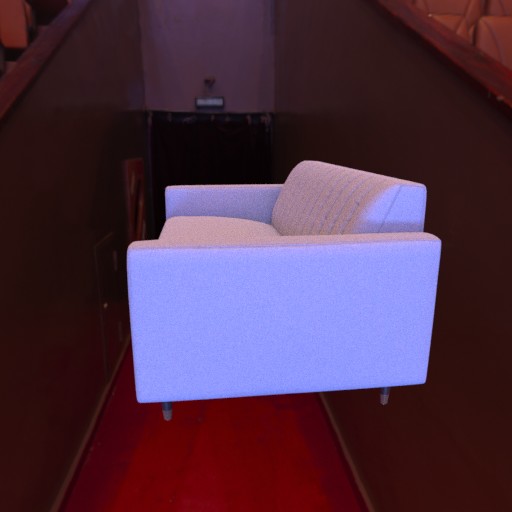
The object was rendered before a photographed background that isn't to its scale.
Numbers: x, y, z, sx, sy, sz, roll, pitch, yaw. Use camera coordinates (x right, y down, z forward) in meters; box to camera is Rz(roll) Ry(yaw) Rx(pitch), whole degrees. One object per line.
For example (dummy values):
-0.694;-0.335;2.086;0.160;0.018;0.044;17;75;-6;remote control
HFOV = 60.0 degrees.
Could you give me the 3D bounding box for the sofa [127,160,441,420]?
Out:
0.000;0.000;2.075;0.950;0.801;1.585;-2;15;-7;sofa
